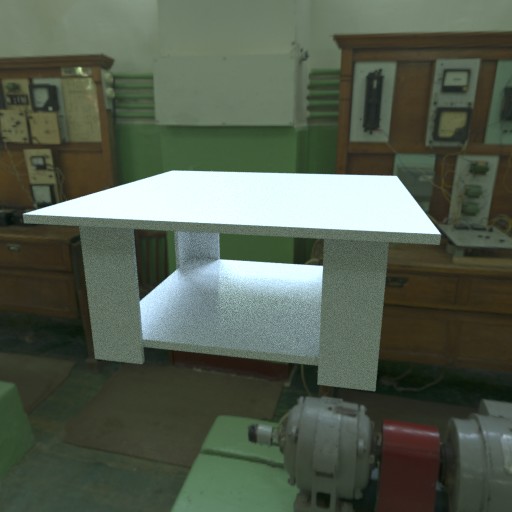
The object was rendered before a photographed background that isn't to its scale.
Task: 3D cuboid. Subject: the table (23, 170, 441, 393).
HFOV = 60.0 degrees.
[{"bbox_3d":[0.000,0.000,1.046,0.670,0.305,0.670,4,18,11],"label":"table"}]
